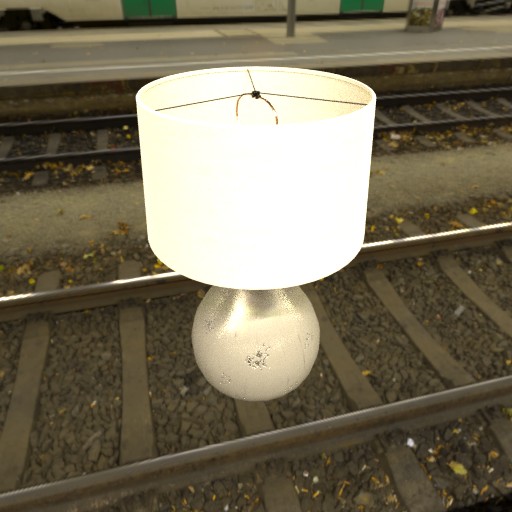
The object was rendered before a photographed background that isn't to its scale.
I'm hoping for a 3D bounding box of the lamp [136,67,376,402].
[{"bbox_3d":[0.000,0.000,0.724,0.330,0.521,0.330,0,34,0],"label":"lamp"}]
